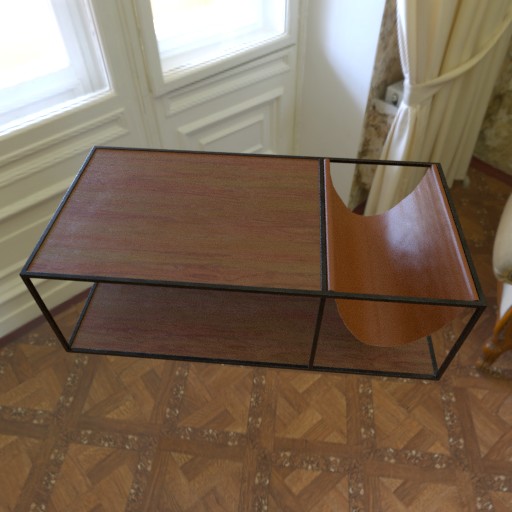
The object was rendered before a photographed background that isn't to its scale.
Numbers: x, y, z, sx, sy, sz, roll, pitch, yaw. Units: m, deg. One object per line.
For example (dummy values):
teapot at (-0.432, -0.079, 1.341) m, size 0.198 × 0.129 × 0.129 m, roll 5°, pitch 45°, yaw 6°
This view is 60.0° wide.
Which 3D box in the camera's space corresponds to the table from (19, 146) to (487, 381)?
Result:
table at (0.000, 0.000, 1.476) m, size 1.199 × 0.403 × 0.597 m, roll 4°, pitch 48°, yaw 3°
